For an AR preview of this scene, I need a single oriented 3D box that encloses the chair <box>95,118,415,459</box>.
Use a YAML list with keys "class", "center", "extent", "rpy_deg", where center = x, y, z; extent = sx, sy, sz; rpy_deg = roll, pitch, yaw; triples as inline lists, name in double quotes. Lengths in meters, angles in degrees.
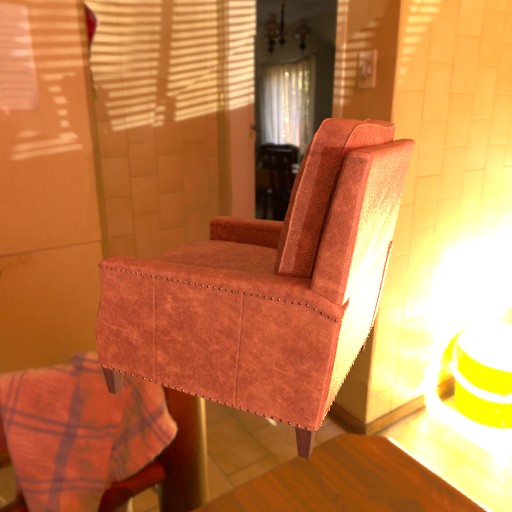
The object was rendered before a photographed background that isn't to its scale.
- class: "chair"
  center: [0.000, 0.000, 1.779]
  extent: [1.035, 1.054, 0.854]
  rpy_deg: [8, 19, 25]
